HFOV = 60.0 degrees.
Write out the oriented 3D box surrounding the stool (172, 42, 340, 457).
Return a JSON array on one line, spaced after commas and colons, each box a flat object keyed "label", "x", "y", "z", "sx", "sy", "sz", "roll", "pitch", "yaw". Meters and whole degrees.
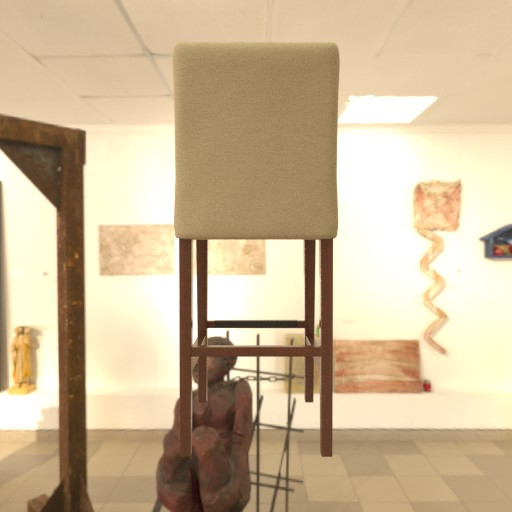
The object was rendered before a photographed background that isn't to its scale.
[{"label": "stool", "x": 0.000, "y": 0.000, "z": 1.369, "sx": 0.470, "sy": 1.078, "sz": 0.577, "roll": 0, "pitch": 2, "yaw": 0}]
